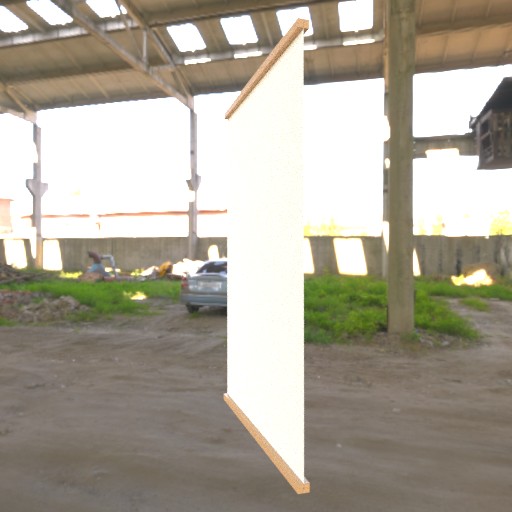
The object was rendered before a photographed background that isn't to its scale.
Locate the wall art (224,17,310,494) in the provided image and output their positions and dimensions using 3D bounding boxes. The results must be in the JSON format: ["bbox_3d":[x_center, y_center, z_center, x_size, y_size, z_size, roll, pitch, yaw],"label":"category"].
[{"bbox_3d":[0.000,0.000,1.271,0.027,1.020,0.669,0,0,-18],"label":"wall art"}]
